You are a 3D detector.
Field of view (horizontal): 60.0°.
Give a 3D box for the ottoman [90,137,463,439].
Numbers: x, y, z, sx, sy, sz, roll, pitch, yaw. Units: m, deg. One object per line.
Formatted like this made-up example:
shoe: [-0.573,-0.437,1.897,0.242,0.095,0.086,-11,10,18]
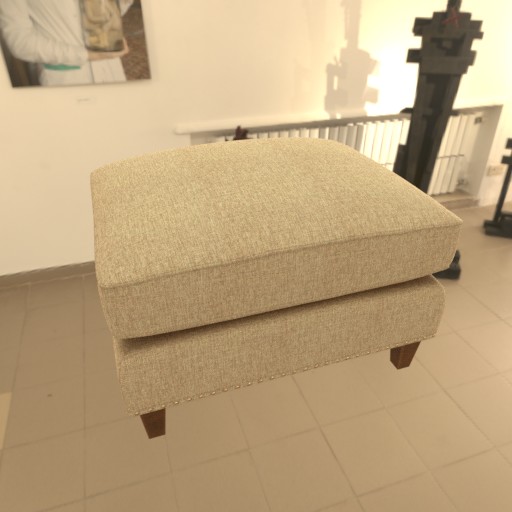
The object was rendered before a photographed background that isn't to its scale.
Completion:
ottoman: [0.000,0.000,1.137,0.741,0.513,0.584,-10,33,-16]
